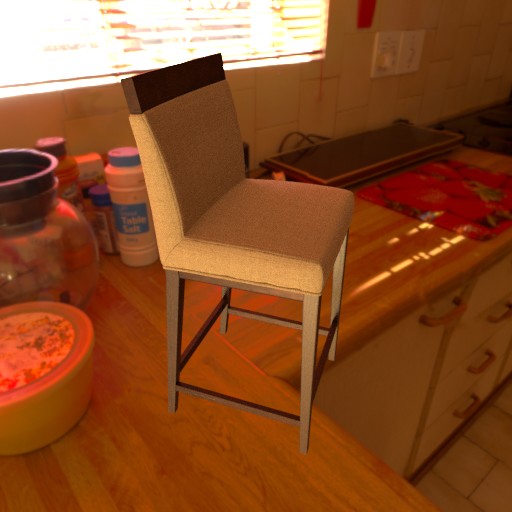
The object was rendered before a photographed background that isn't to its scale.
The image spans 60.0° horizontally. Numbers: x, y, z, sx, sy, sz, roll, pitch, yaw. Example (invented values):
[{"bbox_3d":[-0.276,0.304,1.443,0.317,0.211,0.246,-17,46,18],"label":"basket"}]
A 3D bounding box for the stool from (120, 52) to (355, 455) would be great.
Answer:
[{"bbox_3d":[0.000,0.000,1.275,0.480,1.011,0.463,11,32,17],"label":"stool"}]
